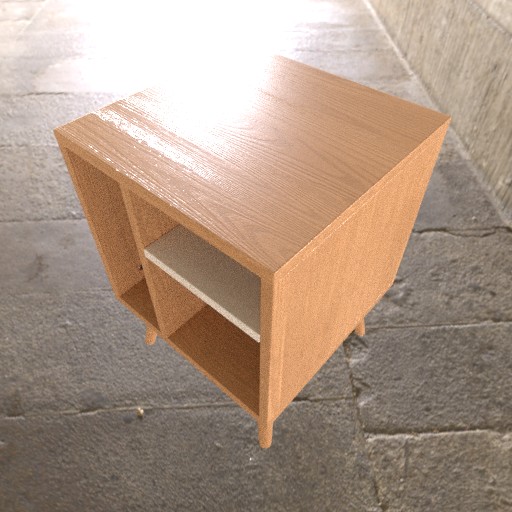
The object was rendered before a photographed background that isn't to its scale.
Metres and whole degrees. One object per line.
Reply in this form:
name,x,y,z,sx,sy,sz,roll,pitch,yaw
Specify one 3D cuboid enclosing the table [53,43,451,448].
table,0.000,0.000,0.827,0.400,0.550,0.400,33,55,27
